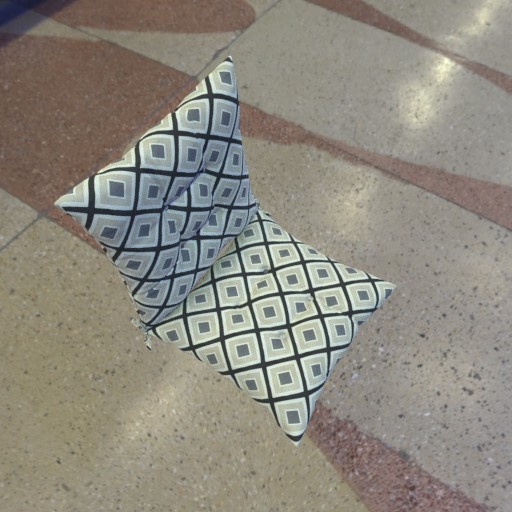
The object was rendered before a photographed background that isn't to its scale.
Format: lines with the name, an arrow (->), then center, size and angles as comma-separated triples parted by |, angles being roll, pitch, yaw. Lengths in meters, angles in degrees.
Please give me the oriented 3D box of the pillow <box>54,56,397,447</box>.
pillow -> 0.000, 0.000, 1.007 | 0.585, 0.536, 0.541 | 31, 63, 18
